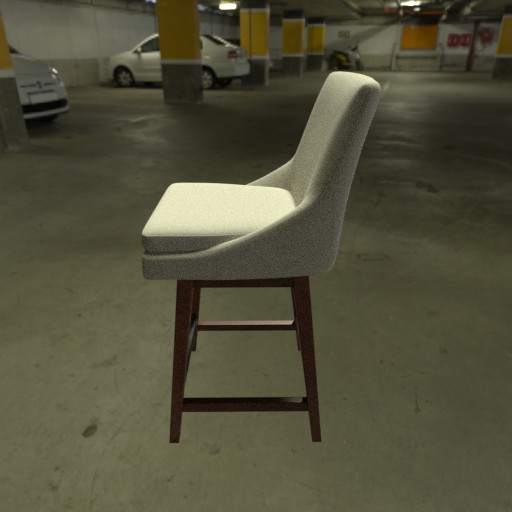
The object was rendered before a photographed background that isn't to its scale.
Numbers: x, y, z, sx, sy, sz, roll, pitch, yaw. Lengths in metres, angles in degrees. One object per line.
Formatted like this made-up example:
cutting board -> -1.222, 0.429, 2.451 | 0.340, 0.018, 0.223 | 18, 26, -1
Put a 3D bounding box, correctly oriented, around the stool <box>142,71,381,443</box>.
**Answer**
stool -> 0.000, 0.000, 1.304 | 0.559, 0.991, 0.469 | 0, 25, -1
